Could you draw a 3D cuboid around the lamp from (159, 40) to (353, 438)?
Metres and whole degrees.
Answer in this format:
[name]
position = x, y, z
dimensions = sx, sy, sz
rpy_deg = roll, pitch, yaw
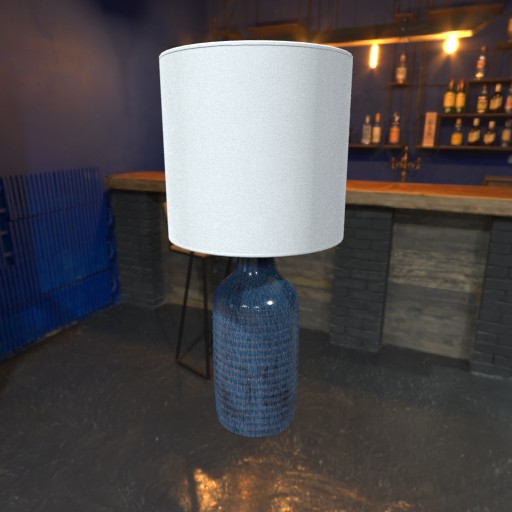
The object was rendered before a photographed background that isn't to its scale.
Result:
[lamp]
position = 0.000, 0.000, 0.579
dimensions = 0.220, 0.475, 0.220
rpy_deg = 8, 17, 26
